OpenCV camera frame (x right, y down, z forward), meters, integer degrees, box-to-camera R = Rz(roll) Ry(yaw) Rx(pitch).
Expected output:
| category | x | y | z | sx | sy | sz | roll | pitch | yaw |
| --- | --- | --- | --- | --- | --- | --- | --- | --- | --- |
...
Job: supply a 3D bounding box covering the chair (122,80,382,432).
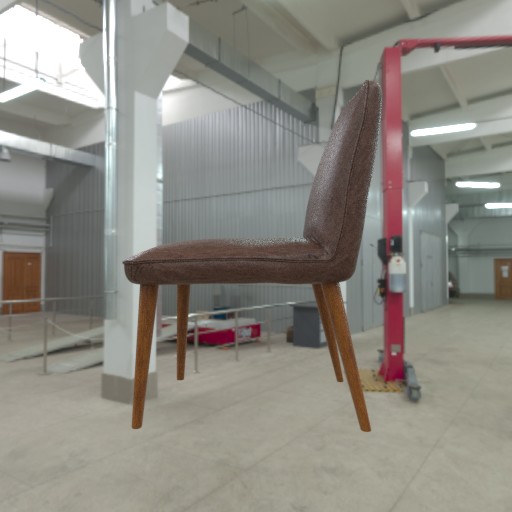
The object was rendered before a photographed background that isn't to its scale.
| category | x | y | z | sx | sy | sz | roll | pitch | yaw |
| --- | --- | --- | --- | --- | --- | --- | --- | --- | --- |
| chair | 0.000 | 0.000 | 1.242 | 0.645 | 0.803 | 0.543 | 0 | -2 | -1 |
